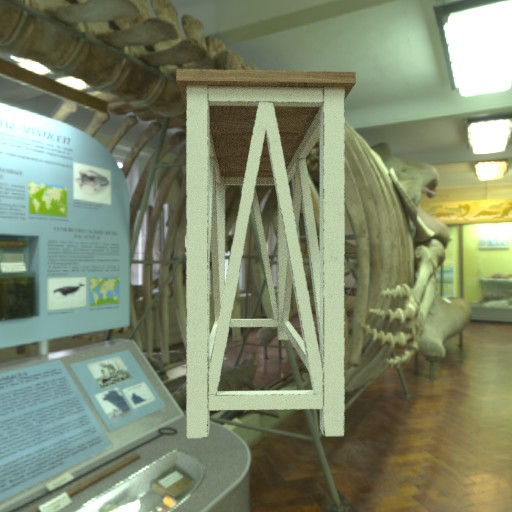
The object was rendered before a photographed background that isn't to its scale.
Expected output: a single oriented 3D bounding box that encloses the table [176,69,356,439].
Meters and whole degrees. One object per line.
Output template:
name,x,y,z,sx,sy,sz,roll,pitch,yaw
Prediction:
table,0.000,0.000,1.808,0.450,0.930,1.400,0,0,-2
